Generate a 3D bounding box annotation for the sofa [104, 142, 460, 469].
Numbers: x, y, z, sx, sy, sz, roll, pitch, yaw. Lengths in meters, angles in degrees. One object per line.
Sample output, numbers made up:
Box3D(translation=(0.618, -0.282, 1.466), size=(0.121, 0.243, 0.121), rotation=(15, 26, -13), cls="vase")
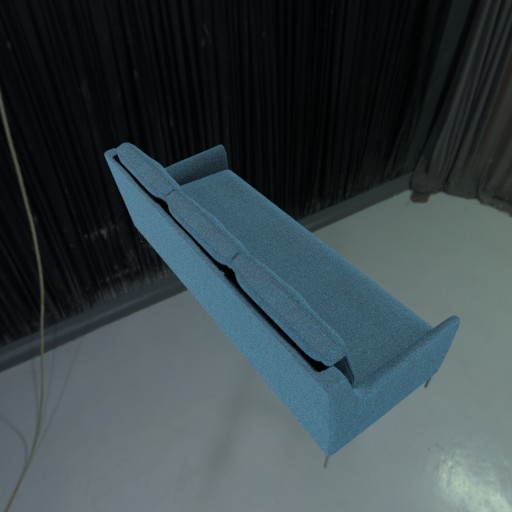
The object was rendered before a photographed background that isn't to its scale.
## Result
Box3D(translation=(0.000, 0.000, 2.508), size=(0.849, 0.837, 2.060), rotation=(-26, 48, -26), cls="sofa")
